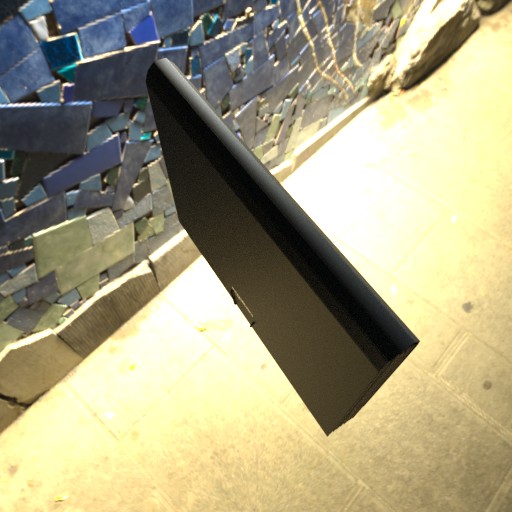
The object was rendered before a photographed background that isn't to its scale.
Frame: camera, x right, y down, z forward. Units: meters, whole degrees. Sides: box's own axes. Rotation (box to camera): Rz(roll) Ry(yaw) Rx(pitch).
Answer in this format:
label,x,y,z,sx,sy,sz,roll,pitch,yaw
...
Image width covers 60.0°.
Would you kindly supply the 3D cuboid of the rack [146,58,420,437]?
label,x,y,z,sx,sy,sz,roll,pitch,yaw
rack,0.000,0.000,0.439,0.041,0.241,0.330,-29,63,-17
